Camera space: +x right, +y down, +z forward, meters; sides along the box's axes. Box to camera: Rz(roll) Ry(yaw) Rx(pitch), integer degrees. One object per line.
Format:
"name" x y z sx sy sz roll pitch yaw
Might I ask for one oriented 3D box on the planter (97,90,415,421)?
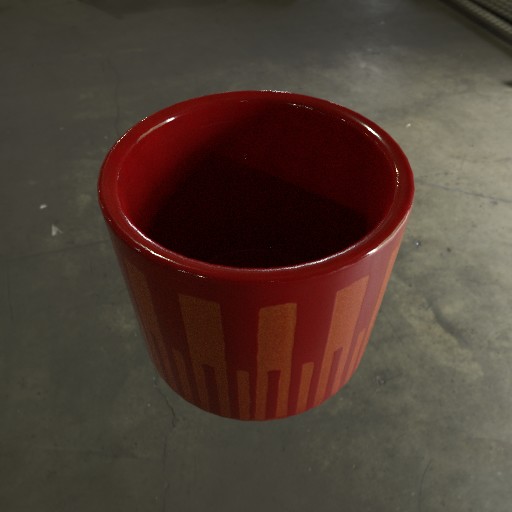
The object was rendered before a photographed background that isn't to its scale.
"planter" 0.000 0.000 0.399 0.230 0.202 0.230 0 47 0
